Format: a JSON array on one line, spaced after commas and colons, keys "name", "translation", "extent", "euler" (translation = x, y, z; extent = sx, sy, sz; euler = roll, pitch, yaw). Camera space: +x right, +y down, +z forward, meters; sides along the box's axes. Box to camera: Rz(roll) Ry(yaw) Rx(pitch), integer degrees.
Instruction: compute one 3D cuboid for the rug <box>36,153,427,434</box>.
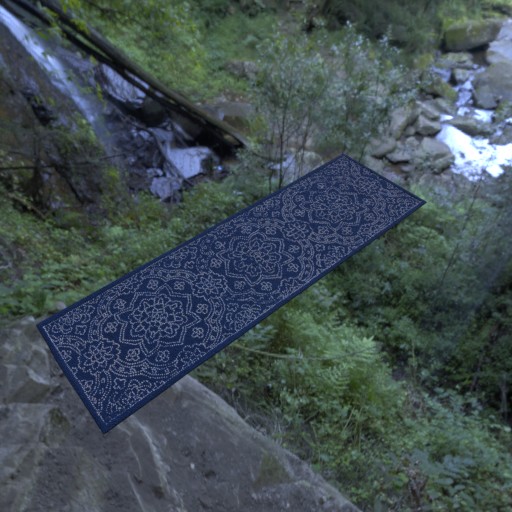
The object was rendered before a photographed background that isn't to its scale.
[{"name": "rug", "translation": [0.000, 0.000, 2.702], "extent": [2.448, 0.012, 0.769], "euler": [-32, 55, -26]}]
